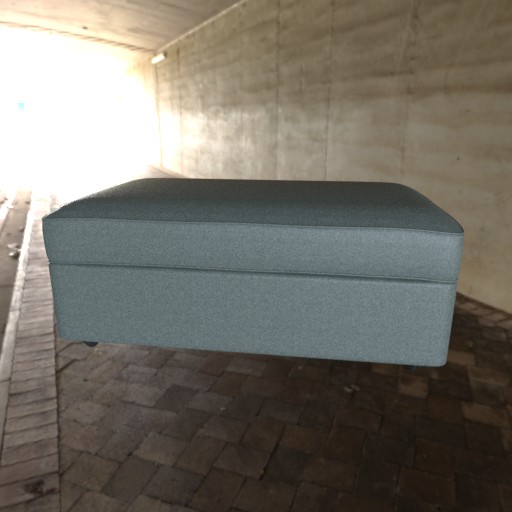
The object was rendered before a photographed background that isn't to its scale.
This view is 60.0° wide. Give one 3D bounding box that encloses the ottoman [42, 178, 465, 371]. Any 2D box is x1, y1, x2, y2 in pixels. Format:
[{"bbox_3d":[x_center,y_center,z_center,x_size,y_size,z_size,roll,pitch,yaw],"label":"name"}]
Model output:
[{"bbox_3d":[0.000,0.000,1.553,1.173,0.494,0.681,2,17,8],"label":"ottoman"}]
